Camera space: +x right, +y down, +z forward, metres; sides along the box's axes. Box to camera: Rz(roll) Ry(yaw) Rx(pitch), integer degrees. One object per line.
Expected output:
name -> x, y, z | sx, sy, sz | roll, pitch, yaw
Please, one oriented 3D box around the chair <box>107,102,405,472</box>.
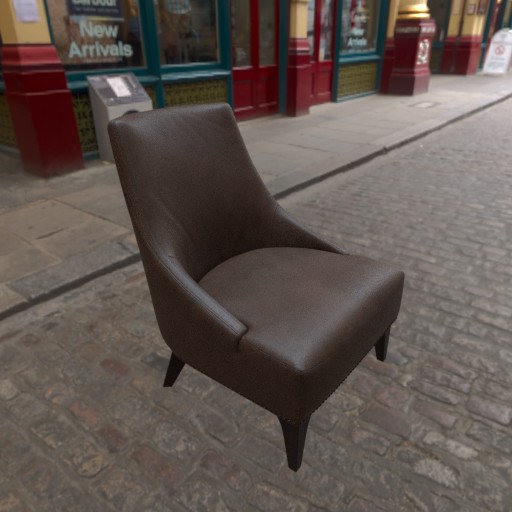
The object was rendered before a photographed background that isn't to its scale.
chair -> 0.000, 0.000, 1.523 | 0.861, 0.909, 0.701 | 19, 32, 33
